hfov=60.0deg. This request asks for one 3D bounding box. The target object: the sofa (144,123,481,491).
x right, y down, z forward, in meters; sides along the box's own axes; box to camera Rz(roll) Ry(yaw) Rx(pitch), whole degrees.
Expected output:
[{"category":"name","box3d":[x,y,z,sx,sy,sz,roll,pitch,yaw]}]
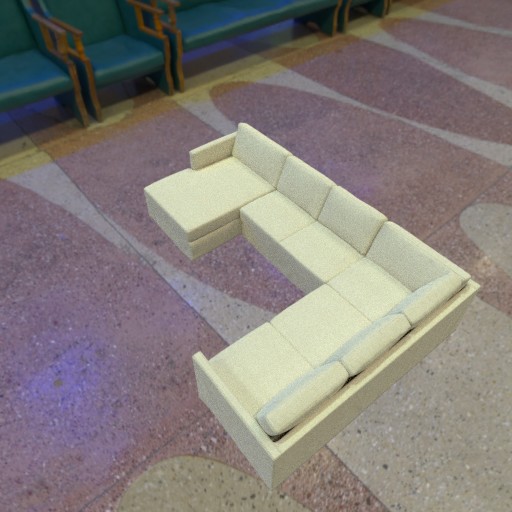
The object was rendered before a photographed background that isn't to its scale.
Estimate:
[{"category":"sofa","box3d":[0.000,0.000,4.542,2.448,0.882,3.464,-30,54,-25]}]
